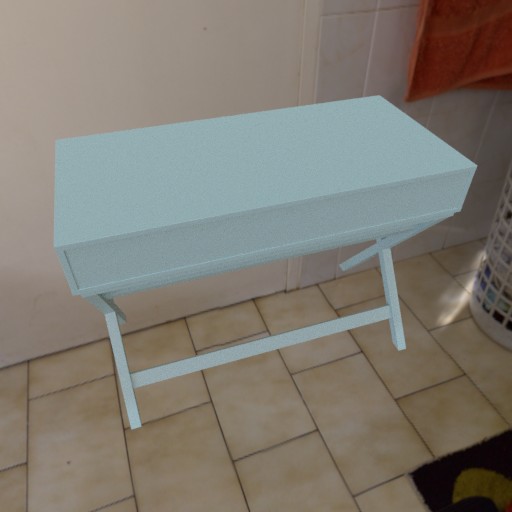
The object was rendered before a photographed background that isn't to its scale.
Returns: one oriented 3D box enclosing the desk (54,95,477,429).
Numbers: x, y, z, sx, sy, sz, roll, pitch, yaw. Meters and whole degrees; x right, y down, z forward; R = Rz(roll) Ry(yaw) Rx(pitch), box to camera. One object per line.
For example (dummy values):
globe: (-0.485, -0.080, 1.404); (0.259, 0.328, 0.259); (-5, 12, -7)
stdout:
desk: (0.000, 0.000, 1.488); (1.057, 0.780, 0.525); (-12, 43, -14)
